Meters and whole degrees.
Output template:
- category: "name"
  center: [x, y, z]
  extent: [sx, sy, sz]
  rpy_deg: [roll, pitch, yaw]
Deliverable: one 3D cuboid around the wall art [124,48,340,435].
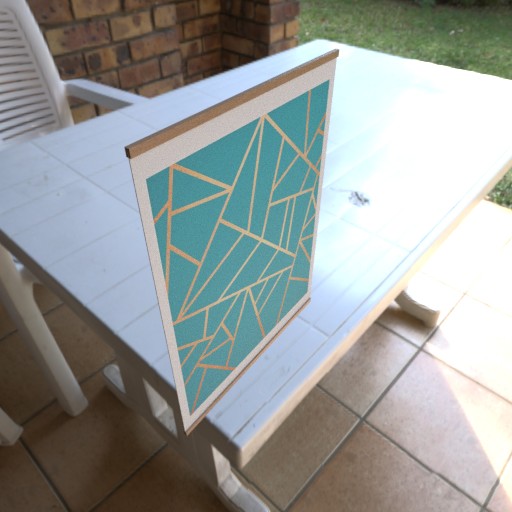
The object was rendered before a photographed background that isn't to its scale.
- category: "wall art"
  center: [0.000, 0.000, 1.346]
  extent: [0.013, 1.016, 0.758]
  rpy_deg: [26, 47, 27]
